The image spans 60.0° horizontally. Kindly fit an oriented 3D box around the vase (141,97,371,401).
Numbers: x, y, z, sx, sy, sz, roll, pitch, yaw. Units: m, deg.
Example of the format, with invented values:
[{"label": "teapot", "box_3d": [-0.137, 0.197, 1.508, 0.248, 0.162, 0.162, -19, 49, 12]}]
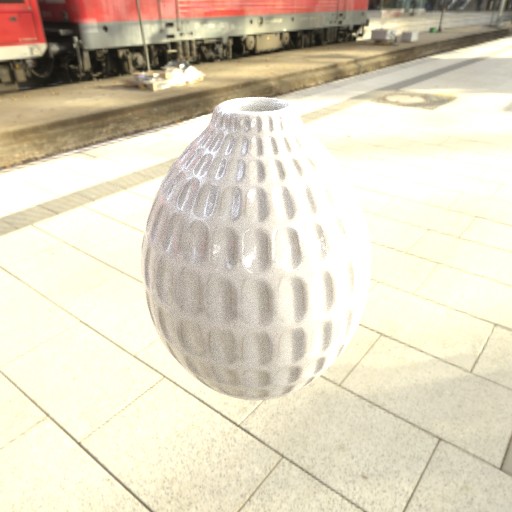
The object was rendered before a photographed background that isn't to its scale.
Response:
[{"label": "vase", "box_3d": [0.000, 0.000, 0.252, 0.128, 0.167, 0.128, 0, 30, 0]}]
